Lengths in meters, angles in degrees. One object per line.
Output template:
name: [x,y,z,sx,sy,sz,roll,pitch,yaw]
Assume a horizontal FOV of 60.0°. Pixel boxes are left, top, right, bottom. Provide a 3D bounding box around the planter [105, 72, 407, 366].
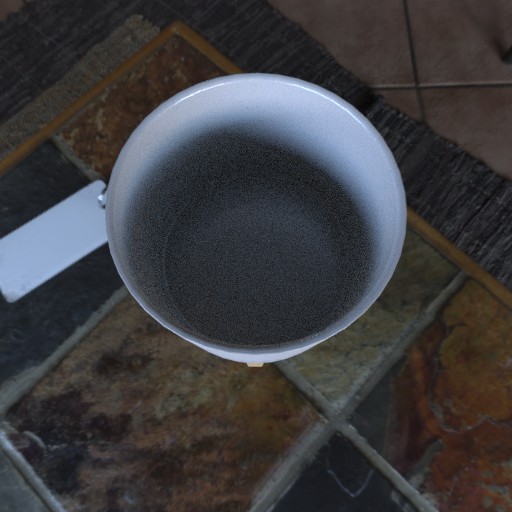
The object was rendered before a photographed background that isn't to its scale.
planter: [0.000,0.000,0.530,0.249,0.343,0.249,0,75,0]
